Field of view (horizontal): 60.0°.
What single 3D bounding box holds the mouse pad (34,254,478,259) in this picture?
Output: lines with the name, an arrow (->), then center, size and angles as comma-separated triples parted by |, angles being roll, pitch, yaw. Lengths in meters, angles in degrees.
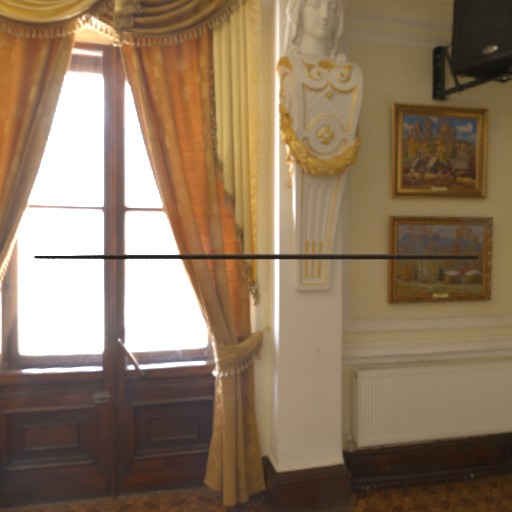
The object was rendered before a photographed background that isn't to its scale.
mouse pad -> 0.000, 0.000, 0.339 | 0.249, 0.002, 0.211 | 0, 0, 0
